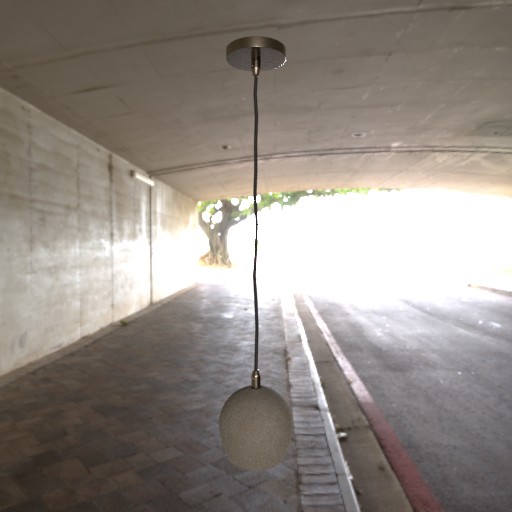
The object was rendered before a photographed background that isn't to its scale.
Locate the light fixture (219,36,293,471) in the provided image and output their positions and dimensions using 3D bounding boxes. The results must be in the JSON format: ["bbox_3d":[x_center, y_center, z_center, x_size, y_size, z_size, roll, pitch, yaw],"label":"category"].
[{"bbox_3d":[0.000,0.000,0.831,0.139,0.764,0.139,1,2,35],"label":"light fixture"}]
